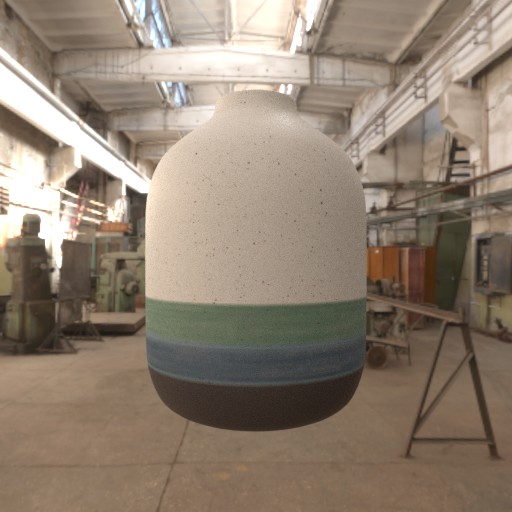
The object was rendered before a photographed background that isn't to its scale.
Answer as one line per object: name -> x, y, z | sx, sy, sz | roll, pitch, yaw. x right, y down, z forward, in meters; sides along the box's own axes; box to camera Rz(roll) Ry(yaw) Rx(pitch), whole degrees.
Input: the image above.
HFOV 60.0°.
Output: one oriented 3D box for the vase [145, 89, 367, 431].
vase -> 0.000, 0.000, 0.350 | 0.169, 0.240, 0.169 | 0, 0, 0
